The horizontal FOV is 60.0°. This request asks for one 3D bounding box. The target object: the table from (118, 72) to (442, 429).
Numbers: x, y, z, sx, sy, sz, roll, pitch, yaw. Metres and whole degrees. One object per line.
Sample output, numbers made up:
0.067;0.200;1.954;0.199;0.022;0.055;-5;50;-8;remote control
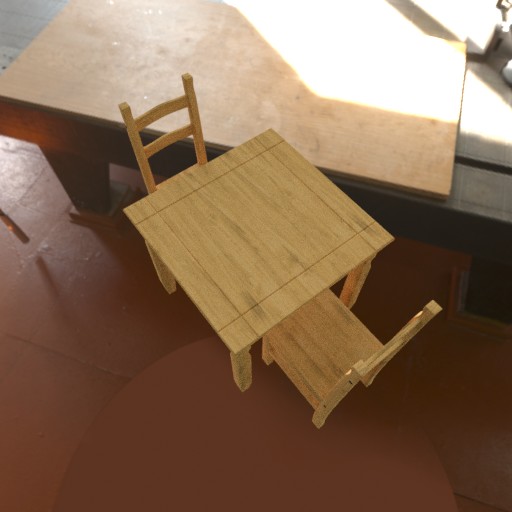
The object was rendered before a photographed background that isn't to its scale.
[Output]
0.000;0.000;2.081;0.813;0.942;1.501;-33;64;-18;table
